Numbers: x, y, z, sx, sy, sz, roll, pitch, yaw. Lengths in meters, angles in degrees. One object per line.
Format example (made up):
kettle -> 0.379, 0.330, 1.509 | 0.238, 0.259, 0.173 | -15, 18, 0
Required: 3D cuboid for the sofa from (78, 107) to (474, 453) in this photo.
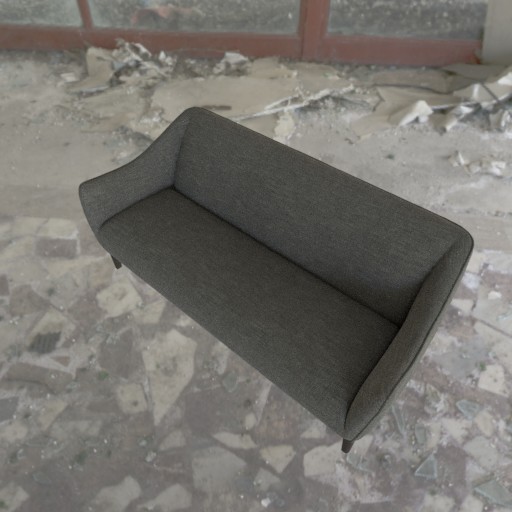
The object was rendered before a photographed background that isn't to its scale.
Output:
sofa -> 0.000, 0.000, 2.335 | 1.928, 0.829, 0.867 | 32, 53, 28
